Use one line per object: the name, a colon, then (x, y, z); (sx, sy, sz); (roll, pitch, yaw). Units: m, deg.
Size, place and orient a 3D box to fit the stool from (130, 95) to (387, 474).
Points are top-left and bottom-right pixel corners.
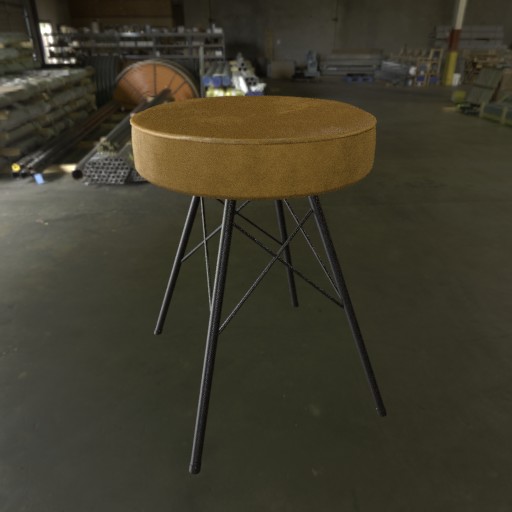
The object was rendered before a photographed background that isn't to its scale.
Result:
stool: (0.000, 0.000, 0.914); (0.438, 0.595, 0.472); (-8, 28, -16)
